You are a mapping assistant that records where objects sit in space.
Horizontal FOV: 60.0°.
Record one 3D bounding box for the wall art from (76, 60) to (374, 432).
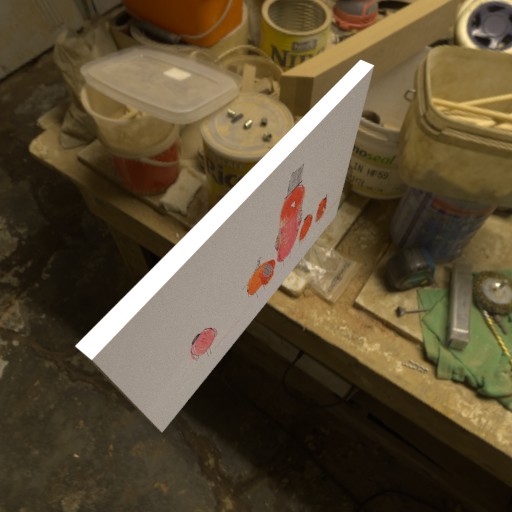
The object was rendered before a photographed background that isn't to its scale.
[{"bbox_3d":[0.000,0.000,1.149,0.038,0.609,0.914,32,64,18],"label":"wall art"}]
